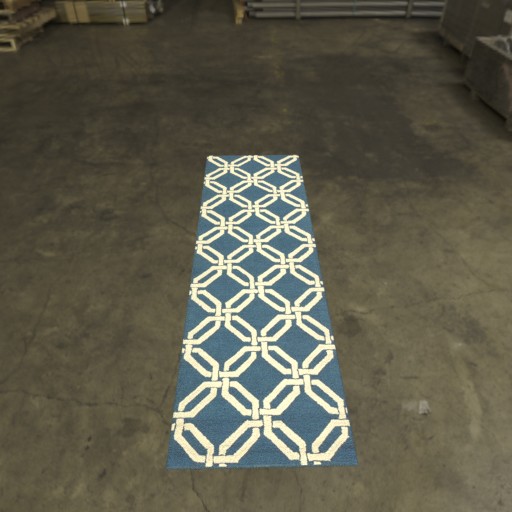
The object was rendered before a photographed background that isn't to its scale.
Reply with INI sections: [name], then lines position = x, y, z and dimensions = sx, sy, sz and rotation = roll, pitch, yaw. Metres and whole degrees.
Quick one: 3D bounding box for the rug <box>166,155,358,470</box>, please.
[rug]
position = 0.000, 0.000, 2.415
dimensions = 0.678, 0.014, 2.276
rotation = -1, 41, -1
